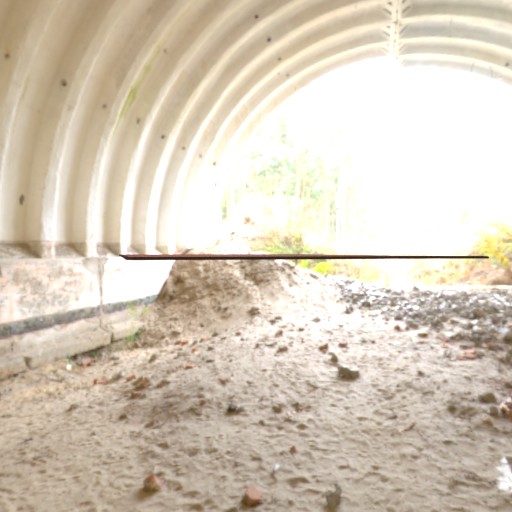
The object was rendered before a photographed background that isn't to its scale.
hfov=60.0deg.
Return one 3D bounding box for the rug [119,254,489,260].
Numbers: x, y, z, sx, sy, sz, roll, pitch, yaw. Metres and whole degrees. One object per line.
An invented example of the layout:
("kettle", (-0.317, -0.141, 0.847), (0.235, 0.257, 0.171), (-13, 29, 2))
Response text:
("rug", (0.000, 0.000, 4.128), (2.411, 0.020, 3.032), (0, 0, -18))
